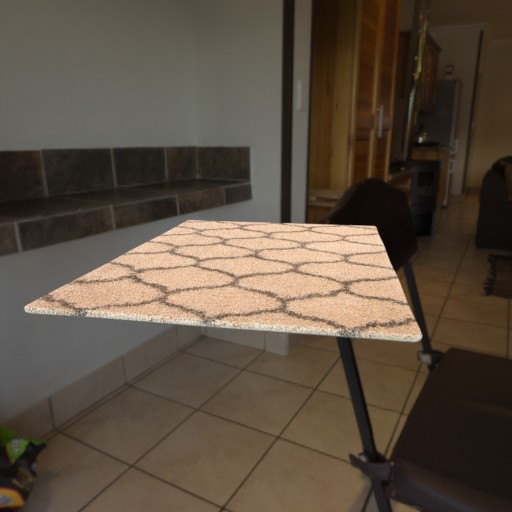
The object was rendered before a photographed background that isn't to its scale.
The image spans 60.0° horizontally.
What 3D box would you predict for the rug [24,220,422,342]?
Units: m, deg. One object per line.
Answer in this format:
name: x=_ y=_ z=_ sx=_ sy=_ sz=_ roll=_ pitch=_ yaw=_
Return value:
rug: x=0.000 y=0.000 z=2.046 sx=1.200 sy=0.025 sz=1.600 roll=3 pitch=15 yaw=10
